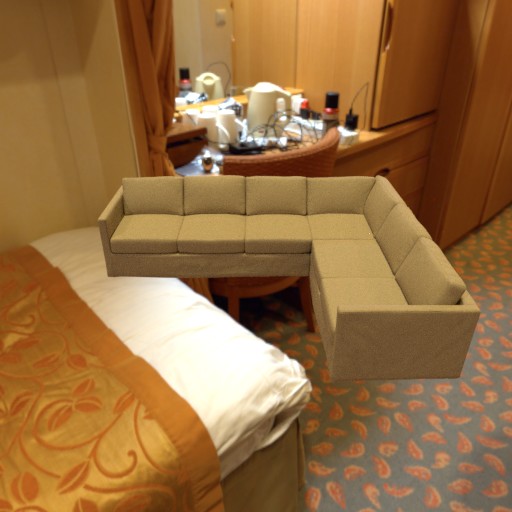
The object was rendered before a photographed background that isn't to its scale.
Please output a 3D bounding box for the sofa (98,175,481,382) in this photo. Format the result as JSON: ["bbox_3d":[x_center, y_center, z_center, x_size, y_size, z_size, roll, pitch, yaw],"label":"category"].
[{"bbox_3d":[0.000,0.000,4.280,3.182,0.871,2.432,0,30,0],"label":"sofa"}]
